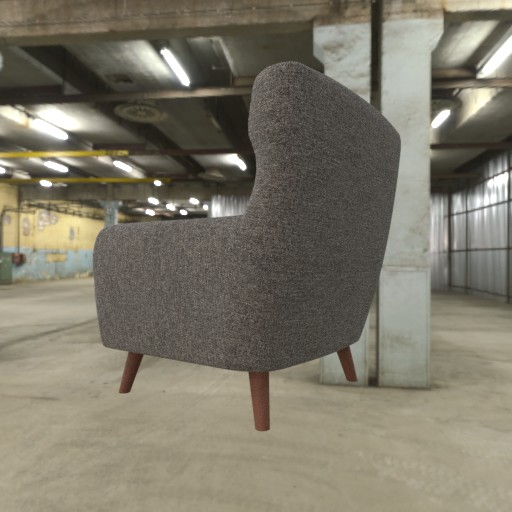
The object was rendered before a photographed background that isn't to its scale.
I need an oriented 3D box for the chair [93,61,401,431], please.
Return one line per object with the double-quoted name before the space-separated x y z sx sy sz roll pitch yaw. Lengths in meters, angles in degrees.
"chair" 0.000 0.000 1.724 0.940 1.039 0.889 -1 -1 36
